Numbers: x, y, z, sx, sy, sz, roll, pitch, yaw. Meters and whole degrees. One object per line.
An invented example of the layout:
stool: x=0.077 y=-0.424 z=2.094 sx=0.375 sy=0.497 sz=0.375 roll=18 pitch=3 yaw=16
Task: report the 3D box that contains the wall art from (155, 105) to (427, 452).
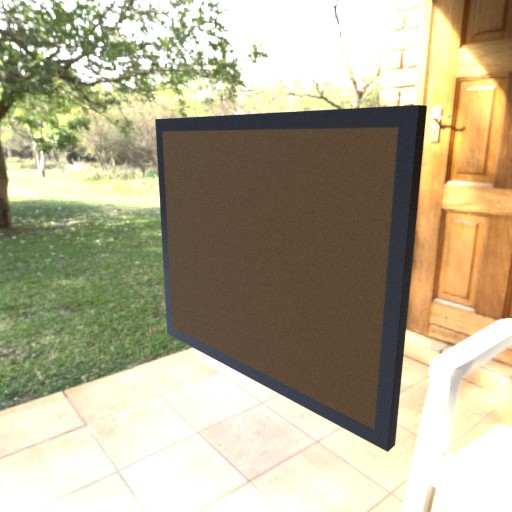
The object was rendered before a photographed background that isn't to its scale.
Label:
wall art: x=0.000 y=0.000 z=0.913 sx=0.026 sy=0.558 sz=0.660 roll=-14 pitch=21 yaw=-43
